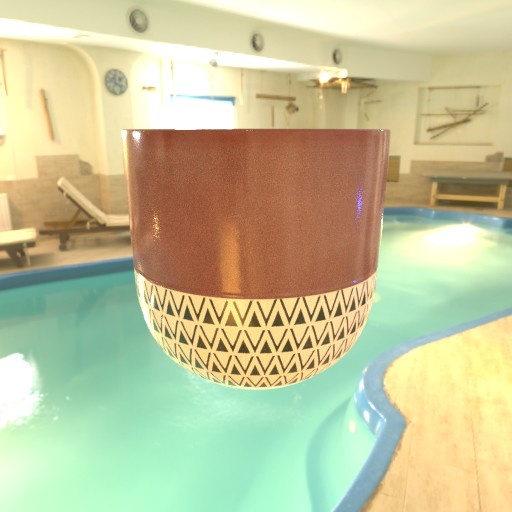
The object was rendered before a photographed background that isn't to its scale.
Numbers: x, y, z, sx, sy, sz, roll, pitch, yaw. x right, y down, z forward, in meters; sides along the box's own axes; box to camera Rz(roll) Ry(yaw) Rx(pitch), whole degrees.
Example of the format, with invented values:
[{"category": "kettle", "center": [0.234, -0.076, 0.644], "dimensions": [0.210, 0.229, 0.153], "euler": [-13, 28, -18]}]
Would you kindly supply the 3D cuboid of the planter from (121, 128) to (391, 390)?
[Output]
[{"category": "planter", "center": [0.000, 0.000, 0.491], "dimensions": [0.266, 0.270, 0.266], "euler": [0, 16, 0]}]
